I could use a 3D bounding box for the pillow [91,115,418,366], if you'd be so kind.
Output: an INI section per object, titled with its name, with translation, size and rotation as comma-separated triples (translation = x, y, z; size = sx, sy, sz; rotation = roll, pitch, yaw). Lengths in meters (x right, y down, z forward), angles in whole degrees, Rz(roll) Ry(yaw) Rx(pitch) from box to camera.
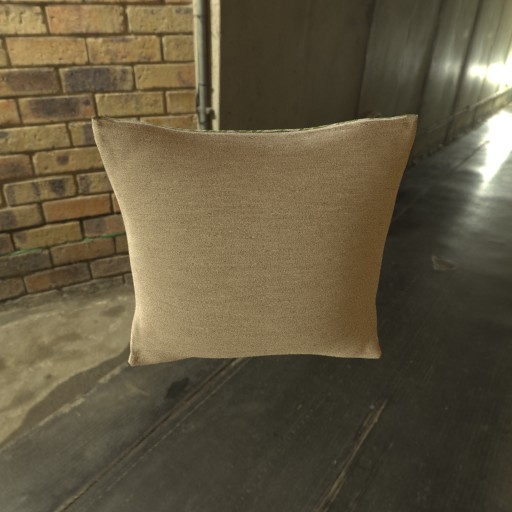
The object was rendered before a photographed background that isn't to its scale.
[pillow]
translation = 0.000, 0.000, 0.681
size = 0.440, 0.419, 0.162
rotation = -1, 28, -2
